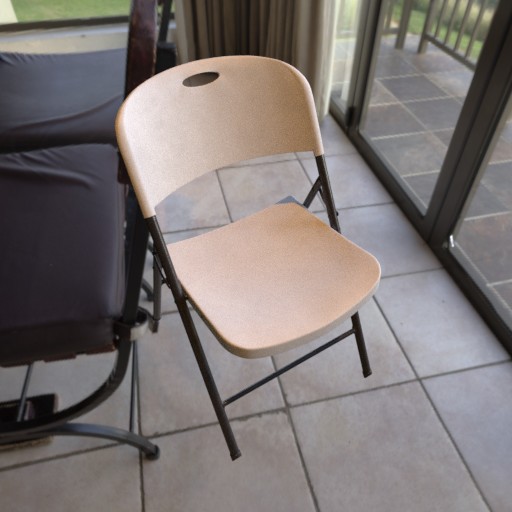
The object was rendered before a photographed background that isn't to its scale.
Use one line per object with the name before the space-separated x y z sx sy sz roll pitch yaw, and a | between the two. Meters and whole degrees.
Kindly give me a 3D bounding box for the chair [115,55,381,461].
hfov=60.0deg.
chair | 0.000 0.000 1.144 0.494 0.810 0.566 -24 50 -22
